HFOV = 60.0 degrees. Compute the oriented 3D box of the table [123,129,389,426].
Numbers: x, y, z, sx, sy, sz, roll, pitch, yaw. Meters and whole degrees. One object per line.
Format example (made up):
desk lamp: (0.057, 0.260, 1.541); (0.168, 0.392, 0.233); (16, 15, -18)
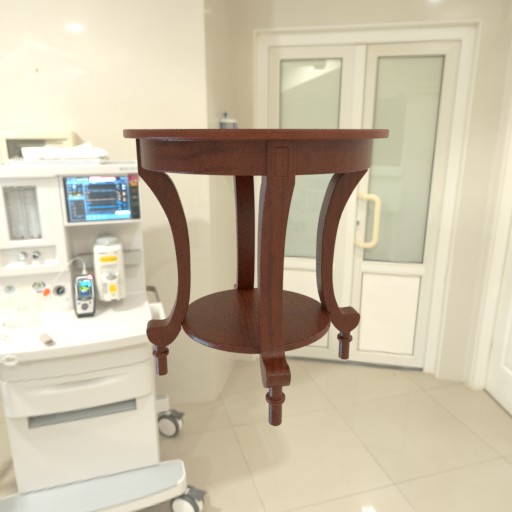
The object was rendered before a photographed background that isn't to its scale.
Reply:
table: (0.000, 0.000, 1.115); (0.597, 0.612, 0.597); (0, 16, 0)
